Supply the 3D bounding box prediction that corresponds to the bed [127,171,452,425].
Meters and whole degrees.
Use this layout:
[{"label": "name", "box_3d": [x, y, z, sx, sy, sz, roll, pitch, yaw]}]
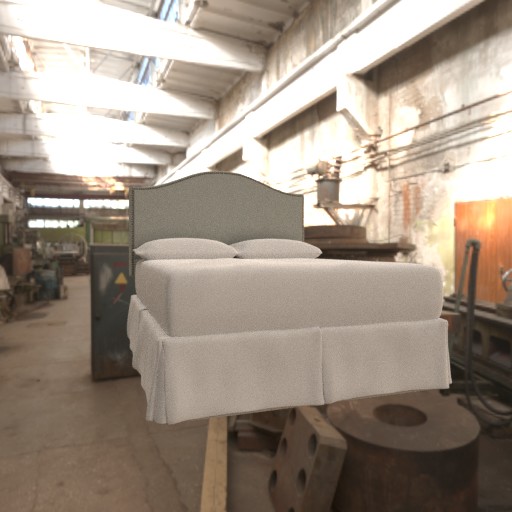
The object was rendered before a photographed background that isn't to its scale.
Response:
[{"label": "bed", "box_3d": [0.000, 0.000, 3.343, 1.813, 1.607, 2.180, 0, 1, -19]}]
